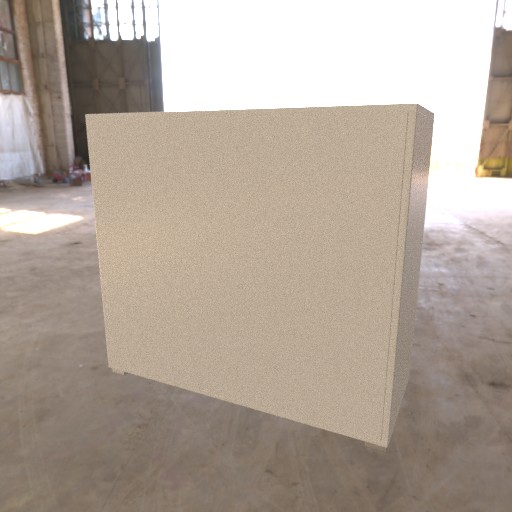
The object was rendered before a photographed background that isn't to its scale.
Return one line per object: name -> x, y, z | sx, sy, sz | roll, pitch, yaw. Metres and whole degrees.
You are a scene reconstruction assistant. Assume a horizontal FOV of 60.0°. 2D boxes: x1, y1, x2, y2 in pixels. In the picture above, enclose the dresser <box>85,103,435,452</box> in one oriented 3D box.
dresser -> 0.000, 0.000, 1.632 | 1.100, 1.000, 0.460 | 7, 16, 25
